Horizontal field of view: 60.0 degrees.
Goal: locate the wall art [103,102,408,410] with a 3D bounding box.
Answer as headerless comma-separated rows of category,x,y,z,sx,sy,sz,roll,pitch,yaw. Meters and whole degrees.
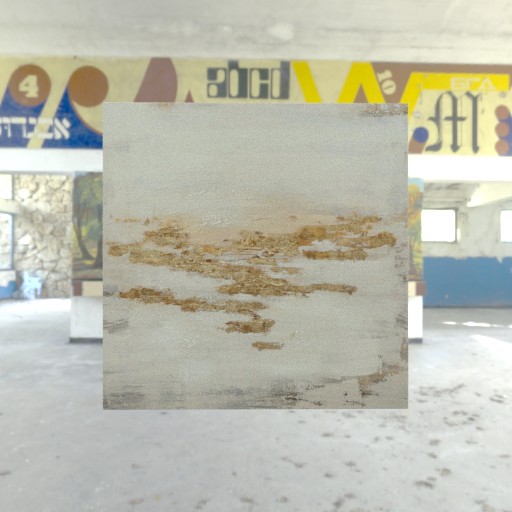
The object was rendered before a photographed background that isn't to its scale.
wall art,0.000,0.000,1.490,1.015,1.018,0.040,0,0,-1
